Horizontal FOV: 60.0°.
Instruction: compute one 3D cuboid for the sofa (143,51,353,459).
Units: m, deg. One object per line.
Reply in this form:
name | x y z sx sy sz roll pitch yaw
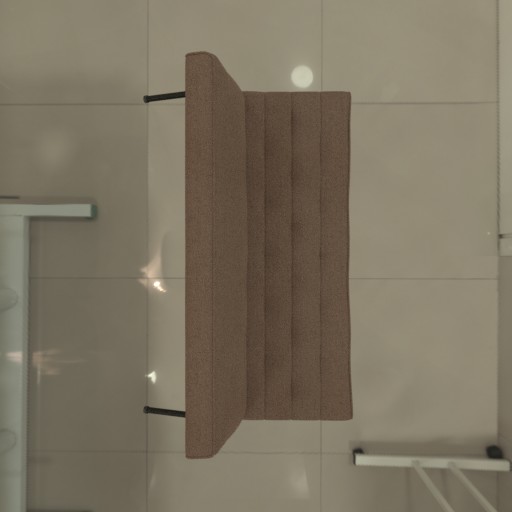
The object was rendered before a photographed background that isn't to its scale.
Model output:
sofa | 0.000 0.000 2.333 1.038 0.810 1.820 0 90 1
